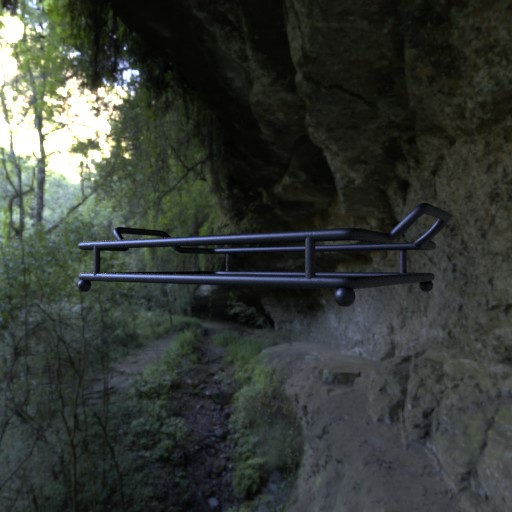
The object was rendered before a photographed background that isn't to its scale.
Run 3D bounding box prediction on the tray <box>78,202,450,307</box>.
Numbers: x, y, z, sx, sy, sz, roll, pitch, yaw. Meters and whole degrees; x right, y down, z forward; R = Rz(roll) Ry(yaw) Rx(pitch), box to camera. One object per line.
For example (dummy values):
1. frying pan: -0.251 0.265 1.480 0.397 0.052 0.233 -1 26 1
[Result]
1. tray: 0.000 0.000 0.626 0.495 0.101 0.297 -1 -2 35
